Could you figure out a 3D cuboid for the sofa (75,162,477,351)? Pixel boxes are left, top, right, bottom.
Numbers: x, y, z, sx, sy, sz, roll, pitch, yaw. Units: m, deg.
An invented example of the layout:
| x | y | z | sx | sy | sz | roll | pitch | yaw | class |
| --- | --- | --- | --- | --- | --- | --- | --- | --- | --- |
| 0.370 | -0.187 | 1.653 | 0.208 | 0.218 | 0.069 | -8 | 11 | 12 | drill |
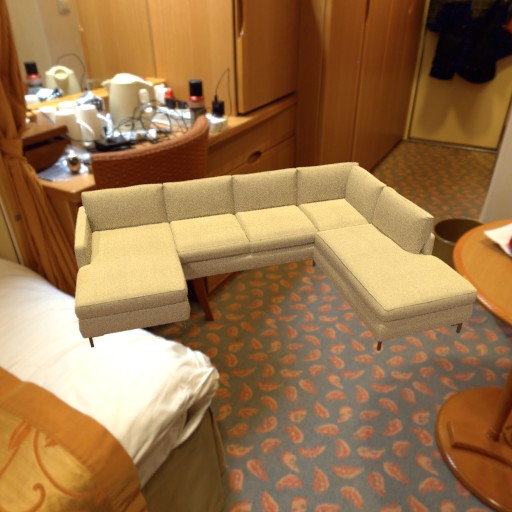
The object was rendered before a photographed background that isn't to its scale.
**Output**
| x | y | z | sx | sy | sz | roll | pitch | yaw | class |
| --- | --- | --- | --- | --- | --- | --- | --- | --- | --- |
| 0.000 | 0.000 | 3.534 | 2.737 | 0.756 | 1.879 | -9 | 33 | -14 | sofa |
